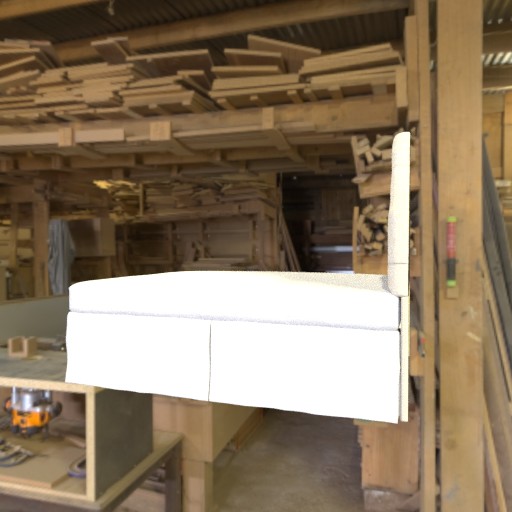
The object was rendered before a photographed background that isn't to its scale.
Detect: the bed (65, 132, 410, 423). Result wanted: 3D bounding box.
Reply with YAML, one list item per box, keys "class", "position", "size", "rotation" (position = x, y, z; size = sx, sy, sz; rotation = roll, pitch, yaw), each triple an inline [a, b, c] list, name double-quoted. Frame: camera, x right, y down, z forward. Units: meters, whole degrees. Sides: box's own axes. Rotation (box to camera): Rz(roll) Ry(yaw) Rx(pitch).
- class: "bed"
  position: [0.000, 0.000, 3.194]
  size: [2.092, 1.575, 1.627]
  rotation: [0, 1, 19]
